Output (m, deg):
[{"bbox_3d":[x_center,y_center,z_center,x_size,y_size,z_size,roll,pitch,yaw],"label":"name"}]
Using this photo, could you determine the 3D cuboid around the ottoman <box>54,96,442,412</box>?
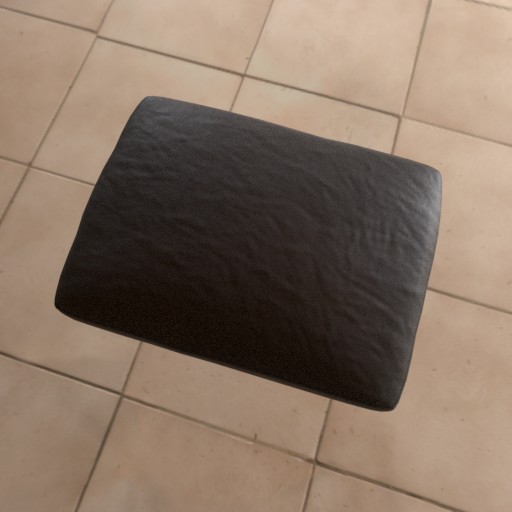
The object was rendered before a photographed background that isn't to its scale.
[{"bbox_3d":[0.000,0.000,1.289,0.887,0.529,0.659,16,74,5],"label":"ottoman"}]
